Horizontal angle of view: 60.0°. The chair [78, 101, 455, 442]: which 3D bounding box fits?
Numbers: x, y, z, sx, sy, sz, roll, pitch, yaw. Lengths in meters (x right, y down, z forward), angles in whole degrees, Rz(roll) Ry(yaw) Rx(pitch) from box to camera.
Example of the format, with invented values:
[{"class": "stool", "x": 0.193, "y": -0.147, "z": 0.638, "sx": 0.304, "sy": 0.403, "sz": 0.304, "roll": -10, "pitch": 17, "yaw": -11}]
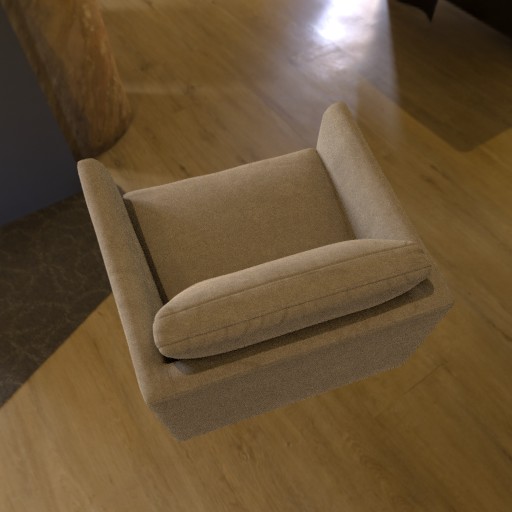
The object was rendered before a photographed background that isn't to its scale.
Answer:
[{"class": "chair", "x": 0.000, "y": 0.000, "z": 1.837, "sx": 1.190, "sy": 0.845, "sz": 1.091, "roll": -16, "pitch": 59, "yaw": -10}]
